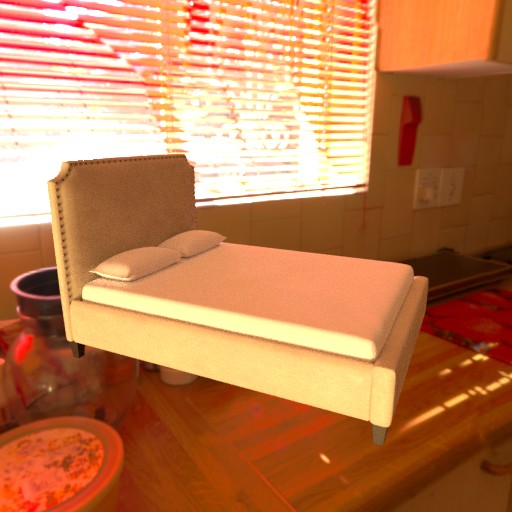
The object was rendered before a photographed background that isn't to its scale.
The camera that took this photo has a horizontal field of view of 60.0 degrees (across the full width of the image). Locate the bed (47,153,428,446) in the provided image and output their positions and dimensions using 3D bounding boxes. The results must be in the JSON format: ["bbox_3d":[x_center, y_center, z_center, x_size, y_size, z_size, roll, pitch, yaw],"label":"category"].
[{"bbox_3d":[0.000,0.000,3.373,2.372,1.443,1.712,7,17,25],"label":"bed"}]
